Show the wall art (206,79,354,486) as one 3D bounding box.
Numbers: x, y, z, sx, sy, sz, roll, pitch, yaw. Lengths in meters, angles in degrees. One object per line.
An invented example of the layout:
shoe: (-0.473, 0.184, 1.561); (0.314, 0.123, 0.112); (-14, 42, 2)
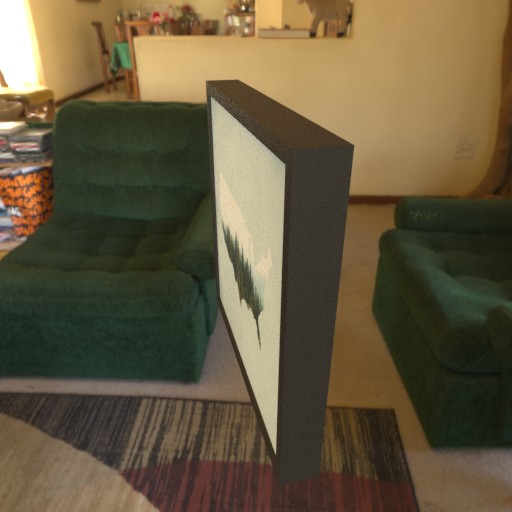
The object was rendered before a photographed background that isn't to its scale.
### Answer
wall art: (0.000, 0.000, 0.458); (0.038, 0.304, 0.304); (-7, 30, -13)
